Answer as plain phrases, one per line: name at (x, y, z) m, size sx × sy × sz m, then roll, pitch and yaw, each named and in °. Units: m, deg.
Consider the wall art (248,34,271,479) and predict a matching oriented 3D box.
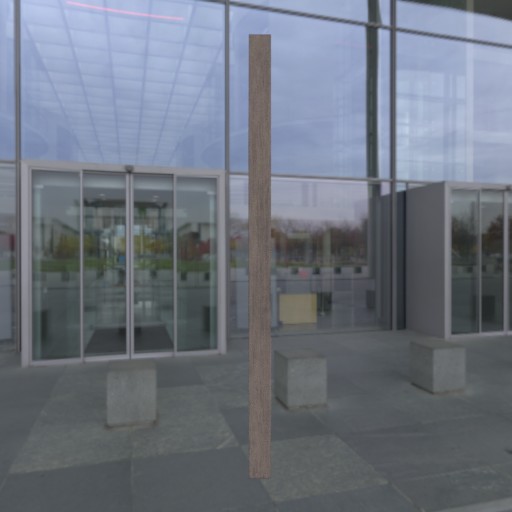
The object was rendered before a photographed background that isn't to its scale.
wall art at (0.000, 0.000, 1.140) m, size 0.038 × 0.762 × 0.762 m, roll 0°, pitch 0°, yaw -1°
